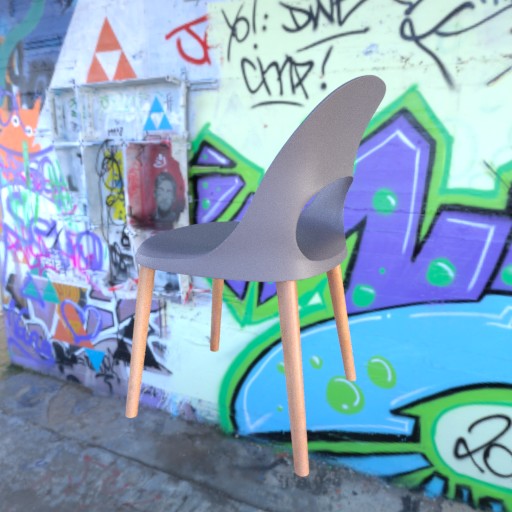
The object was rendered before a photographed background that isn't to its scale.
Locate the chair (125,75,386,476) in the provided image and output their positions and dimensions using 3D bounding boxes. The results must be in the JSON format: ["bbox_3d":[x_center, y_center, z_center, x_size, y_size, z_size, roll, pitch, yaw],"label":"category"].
[{"bbox_3d":[0.000,0.000,1.101,0.556,0.795,0.470,6,15,25],"label":"chair"}]
